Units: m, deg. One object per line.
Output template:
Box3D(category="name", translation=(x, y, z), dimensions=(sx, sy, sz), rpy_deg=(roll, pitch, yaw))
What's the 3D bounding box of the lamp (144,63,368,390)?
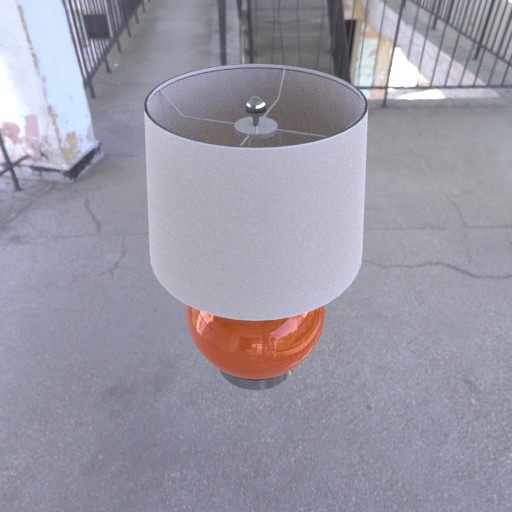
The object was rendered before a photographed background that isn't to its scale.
Box3D(category="lamp", translation=(0.000, 0.000, 0.537), dimensions=(0.247, 0.387, 0.247), rpy_deg=(0, 40, 0))
